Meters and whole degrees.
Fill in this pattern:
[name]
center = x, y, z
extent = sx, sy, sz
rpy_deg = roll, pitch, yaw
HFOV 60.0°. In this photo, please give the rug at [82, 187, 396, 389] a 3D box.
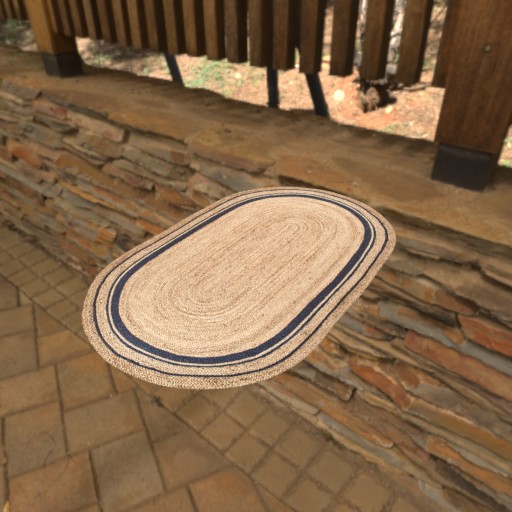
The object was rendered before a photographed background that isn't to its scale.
[rug]
center = 0.000, 0.000, 3.015
extent = 1.520, 0.006, 2.432
rpy_deg = 21, 38, 29
